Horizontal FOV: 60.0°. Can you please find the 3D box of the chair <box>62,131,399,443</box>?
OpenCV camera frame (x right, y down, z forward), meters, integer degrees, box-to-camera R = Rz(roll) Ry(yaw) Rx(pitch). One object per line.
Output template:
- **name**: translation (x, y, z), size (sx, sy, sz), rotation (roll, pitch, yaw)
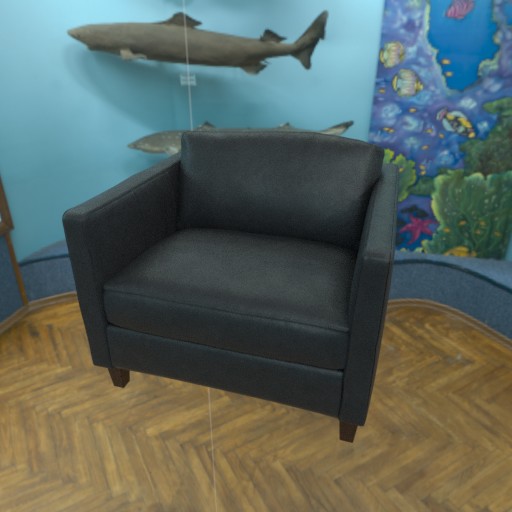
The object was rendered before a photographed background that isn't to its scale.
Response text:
- **chair**: translation (0.000, 0.000, 1.617), size (0.939, 0.811, 0.862), rotation (8, 28, 15)
